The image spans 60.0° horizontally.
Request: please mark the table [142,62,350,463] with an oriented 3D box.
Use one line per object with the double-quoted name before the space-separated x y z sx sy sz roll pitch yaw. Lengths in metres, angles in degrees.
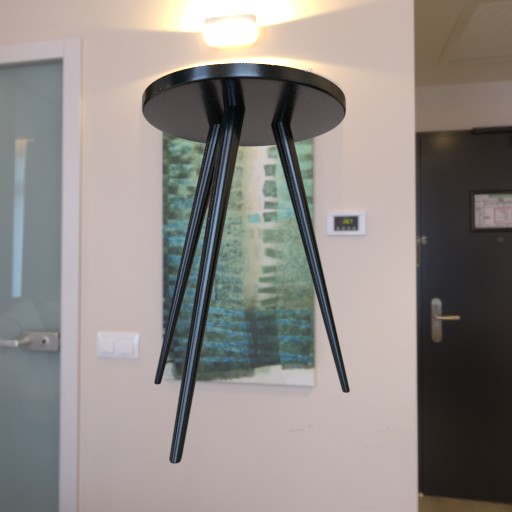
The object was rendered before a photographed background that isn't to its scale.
"table" 0.000 0.000 0.825 0.415 0.548 0.403 0 -1 -19
